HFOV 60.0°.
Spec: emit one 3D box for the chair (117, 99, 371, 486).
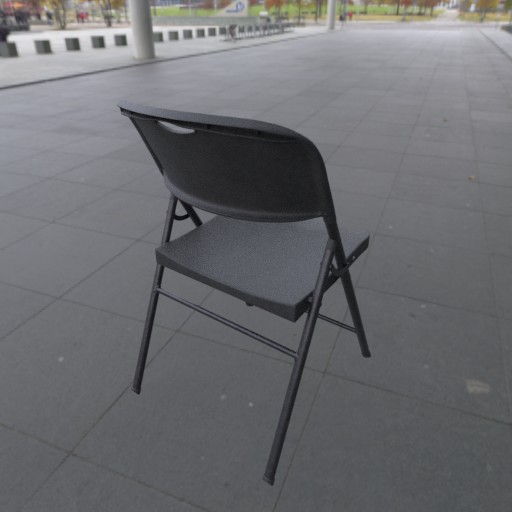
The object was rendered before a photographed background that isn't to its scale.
[{"bbox_3d":[0.000,0.000,1.134,0.494,0.810,0.567,20,35,31],"label":"chair"}]
